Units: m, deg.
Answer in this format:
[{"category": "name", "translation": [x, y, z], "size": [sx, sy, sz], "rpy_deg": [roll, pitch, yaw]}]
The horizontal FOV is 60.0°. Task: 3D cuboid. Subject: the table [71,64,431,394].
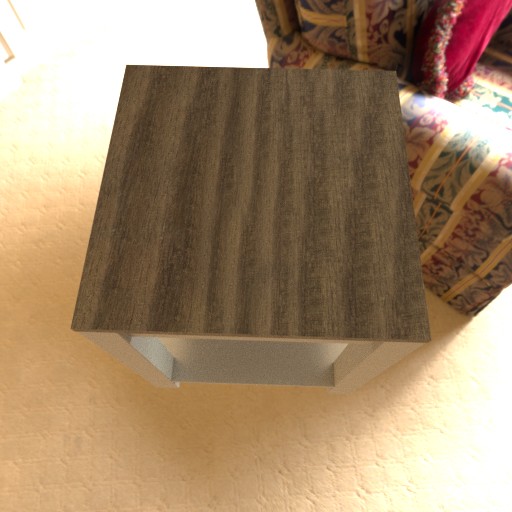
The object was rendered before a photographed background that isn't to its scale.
[{"category": "table", "translation": [0.000, 0.000, 0.990], "size": [0.504, 0.587, 0.506], "rpy_deg": [2, 66, 1]}]
